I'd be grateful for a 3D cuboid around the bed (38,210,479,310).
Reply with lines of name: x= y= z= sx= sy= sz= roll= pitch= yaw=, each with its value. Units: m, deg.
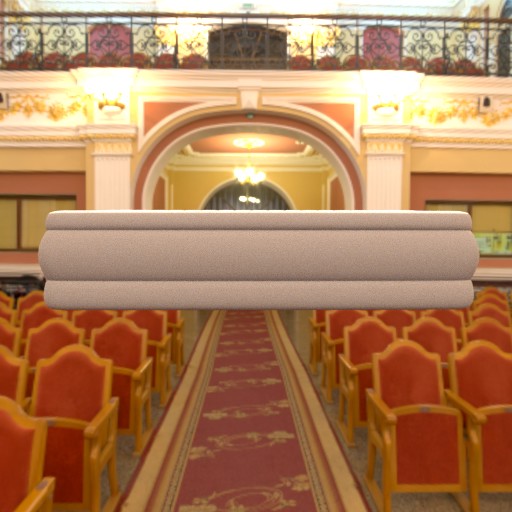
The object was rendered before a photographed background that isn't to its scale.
bed: x=0.000 y=0.000 z=2.647 sx=2.036 sy=0.460 sz=1.520 roll=0 pitch=1 yaw=-1
